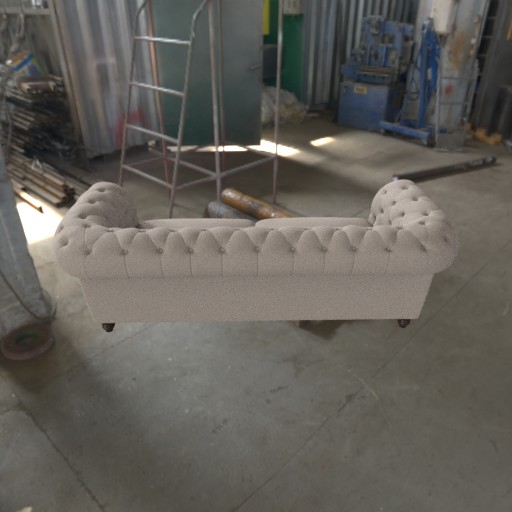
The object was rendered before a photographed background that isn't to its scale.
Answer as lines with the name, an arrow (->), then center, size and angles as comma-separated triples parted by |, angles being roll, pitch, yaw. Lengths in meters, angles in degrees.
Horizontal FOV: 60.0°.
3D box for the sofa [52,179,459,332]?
sofa -> 0.000, 0.000, 2.905 | 2.411, 0.749, 0.991 | -1, 30, -1
